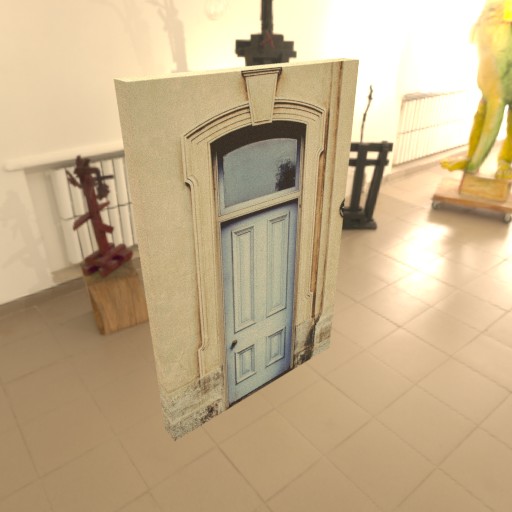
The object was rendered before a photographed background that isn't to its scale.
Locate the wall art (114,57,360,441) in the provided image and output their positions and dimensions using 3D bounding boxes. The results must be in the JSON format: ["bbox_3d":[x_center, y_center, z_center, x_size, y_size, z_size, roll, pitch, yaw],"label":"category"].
[{"bbox_3d":[0.000,0.000,0.770,0.403,0.607,0.036,-21,36,-33],"label":"wall art"}]
